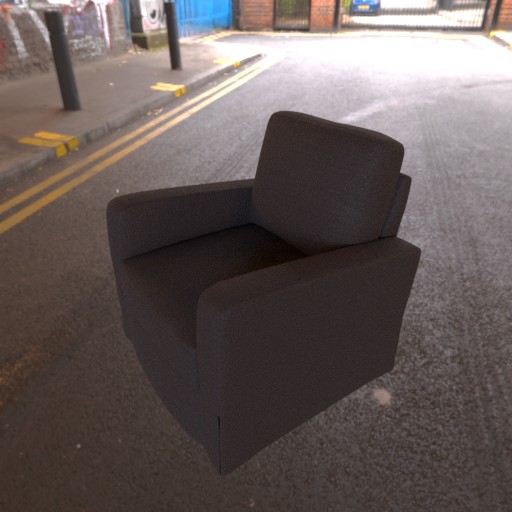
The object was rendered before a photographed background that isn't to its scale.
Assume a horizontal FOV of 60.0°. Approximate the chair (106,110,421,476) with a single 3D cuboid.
[{"bbox_3d":[0.000,0.000,1.548,0.863,0.855,0.798,-20,36,-30],"label":"chair"}]
